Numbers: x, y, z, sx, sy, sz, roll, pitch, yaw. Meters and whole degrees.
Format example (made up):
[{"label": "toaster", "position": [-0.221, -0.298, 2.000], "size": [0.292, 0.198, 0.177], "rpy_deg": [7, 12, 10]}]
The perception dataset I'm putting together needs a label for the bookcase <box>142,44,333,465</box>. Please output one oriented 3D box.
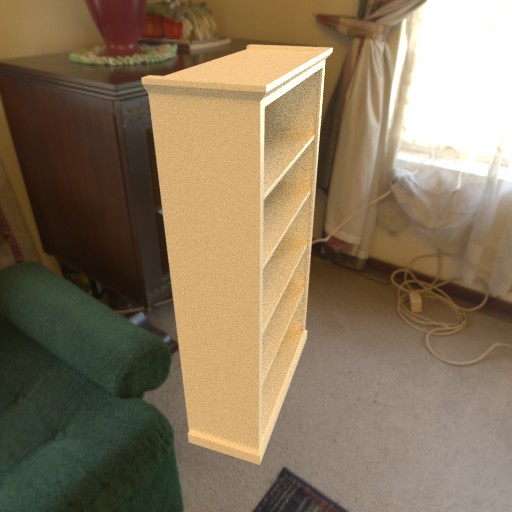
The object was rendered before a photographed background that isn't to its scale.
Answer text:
[{"label": "bookcase", "position": [0.000, 0.000, 2.302], "size": [0.432, 1.880, 1.050], "rpy_deg": [10, 33, 16]}]
